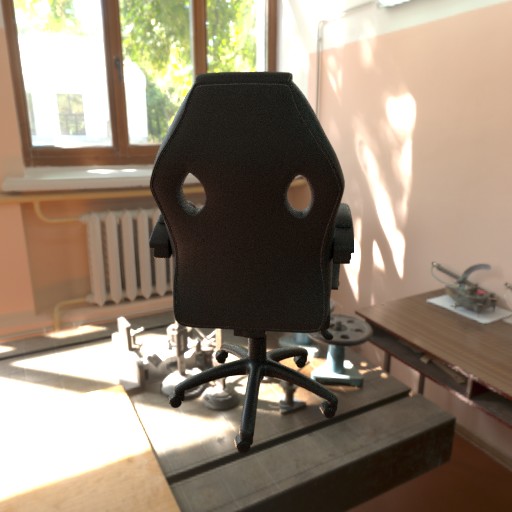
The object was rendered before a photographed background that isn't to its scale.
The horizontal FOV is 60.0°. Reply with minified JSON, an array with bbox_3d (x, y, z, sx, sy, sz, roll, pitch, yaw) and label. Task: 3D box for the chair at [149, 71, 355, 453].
[{"bbox_3d":[0.000,0.000,1.637,0.673,1.187,0.724,2,16,6],"label":"chair"}]
